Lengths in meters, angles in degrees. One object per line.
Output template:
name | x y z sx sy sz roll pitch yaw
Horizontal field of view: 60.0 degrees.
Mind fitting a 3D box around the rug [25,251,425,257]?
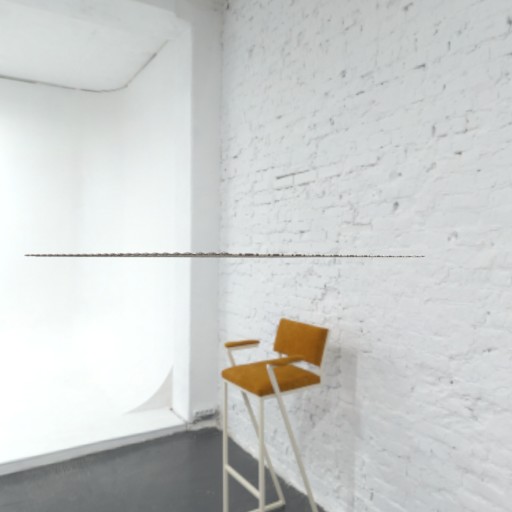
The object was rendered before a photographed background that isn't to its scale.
rug | 0.000 0.000 3.061 1.563 0.014 2.425 0 0 38
